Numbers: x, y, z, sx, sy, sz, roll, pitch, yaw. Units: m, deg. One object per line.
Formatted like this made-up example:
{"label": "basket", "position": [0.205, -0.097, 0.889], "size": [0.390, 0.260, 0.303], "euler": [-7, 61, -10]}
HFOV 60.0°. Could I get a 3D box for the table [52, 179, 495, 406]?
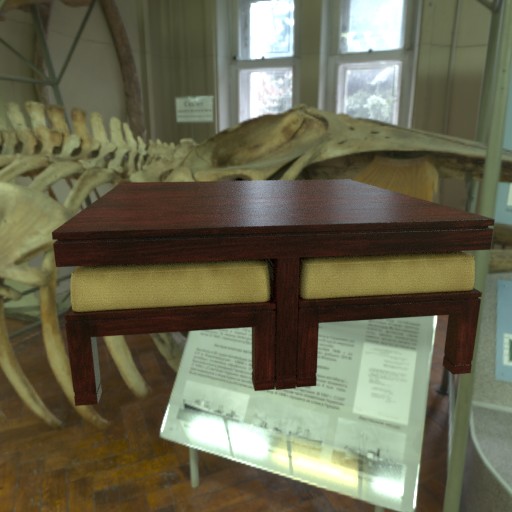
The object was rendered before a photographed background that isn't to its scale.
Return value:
{"label": "table", "position": [0.000, 0.000, 1.310], "size": [0.865, 0.356, 0.865], "euler": [-2, 15, -8]}
